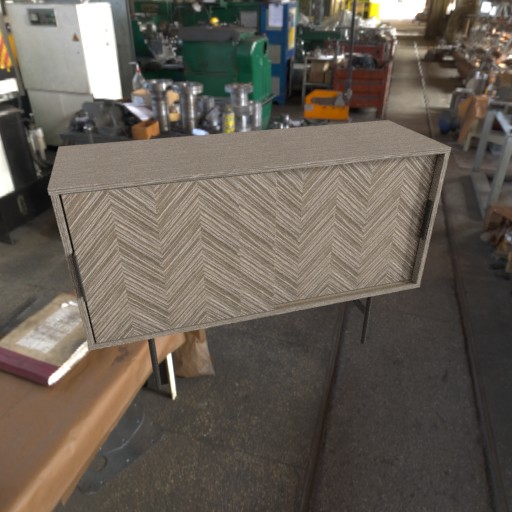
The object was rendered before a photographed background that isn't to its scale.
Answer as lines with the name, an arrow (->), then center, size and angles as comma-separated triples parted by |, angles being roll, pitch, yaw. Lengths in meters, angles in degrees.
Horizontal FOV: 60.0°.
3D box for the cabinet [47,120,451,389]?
cabinet -> 0.000, 0.000, 1.597 | 1.194, 0.787, 0.405 | -9, 32, -15
